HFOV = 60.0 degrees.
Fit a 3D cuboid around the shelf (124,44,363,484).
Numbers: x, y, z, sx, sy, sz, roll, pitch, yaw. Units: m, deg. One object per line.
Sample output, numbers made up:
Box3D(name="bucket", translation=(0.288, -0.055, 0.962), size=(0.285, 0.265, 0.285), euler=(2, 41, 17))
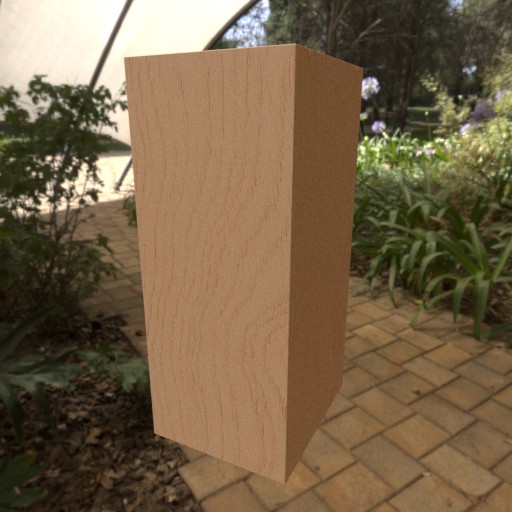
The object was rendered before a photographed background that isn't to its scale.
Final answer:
Box3D(name="shelf", translation=(0.000, 0.000, 0.748), size=(0.250, 0.600, 0.290), euler=(9, 19, 26))
